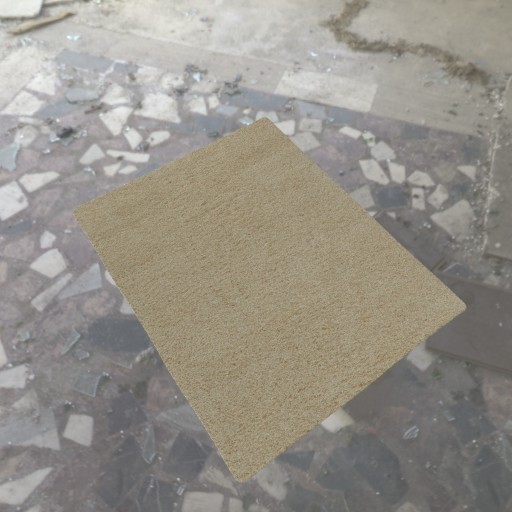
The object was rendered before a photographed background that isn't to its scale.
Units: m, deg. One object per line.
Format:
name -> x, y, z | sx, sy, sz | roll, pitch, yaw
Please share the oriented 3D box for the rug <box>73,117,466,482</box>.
rug -> 0.000, 0.000, 4.140 | 2.401, 0.025, 3.001 | -31, 63, -18
